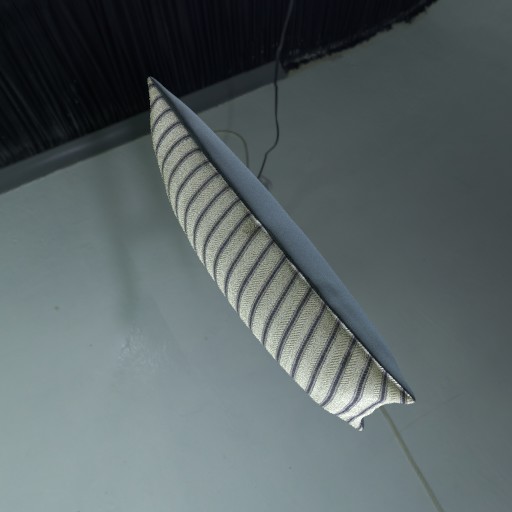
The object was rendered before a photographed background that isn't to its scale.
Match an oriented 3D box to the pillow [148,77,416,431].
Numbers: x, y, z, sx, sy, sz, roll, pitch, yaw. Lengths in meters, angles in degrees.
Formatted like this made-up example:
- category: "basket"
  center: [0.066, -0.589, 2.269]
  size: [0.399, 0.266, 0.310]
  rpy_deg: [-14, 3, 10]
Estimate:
- category: "pillow"
  center: [0.000, 0.000, 0.718]
  size: [0.151, 0.305, 0.609]
  rpy_deg: [-31, 67, -15]
